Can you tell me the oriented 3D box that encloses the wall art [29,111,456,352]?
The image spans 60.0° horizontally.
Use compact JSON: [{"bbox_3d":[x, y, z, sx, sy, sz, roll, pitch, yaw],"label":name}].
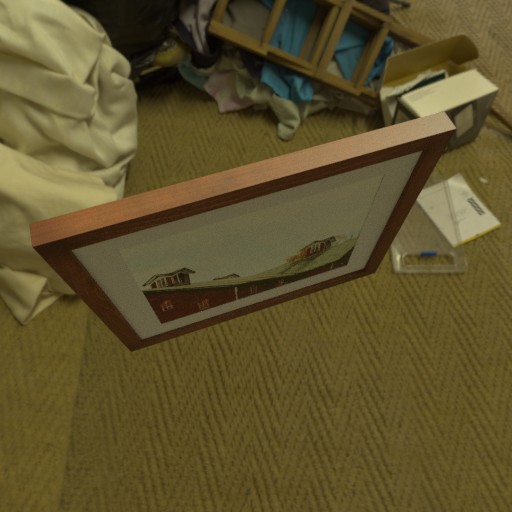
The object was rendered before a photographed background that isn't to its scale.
[{"bbox_3d":[0.000,0.000,0.764,0.558,0.457,0.033,-17,64,-9],"label":"wall art"}]
